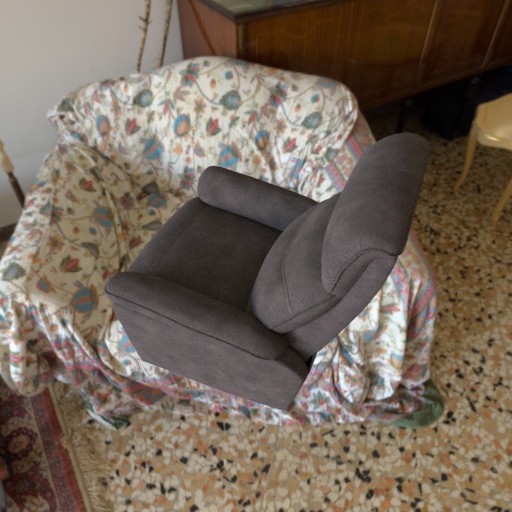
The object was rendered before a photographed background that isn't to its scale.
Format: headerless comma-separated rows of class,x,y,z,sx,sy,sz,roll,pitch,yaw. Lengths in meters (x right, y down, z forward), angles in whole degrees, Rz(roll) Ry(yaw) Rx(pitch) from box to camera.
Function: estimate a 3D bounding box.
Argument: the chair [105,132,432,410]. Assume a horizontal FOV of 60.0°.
chair,0.000,0.000,1.721,1.009,1.035,0.830,17,48,16
